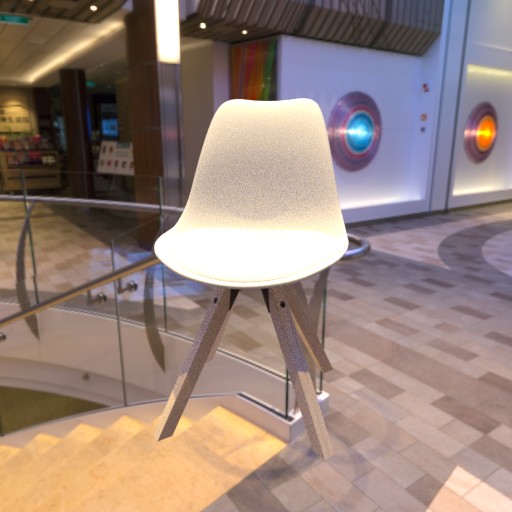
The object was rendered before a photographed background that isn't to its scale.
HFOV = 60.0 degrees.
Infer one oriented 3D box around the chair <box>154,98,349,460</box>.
[{"bbox_3d":[0.000,0.000,1.210,0.485,0.850,0.550,2,15,9],"label":"chair"}]
